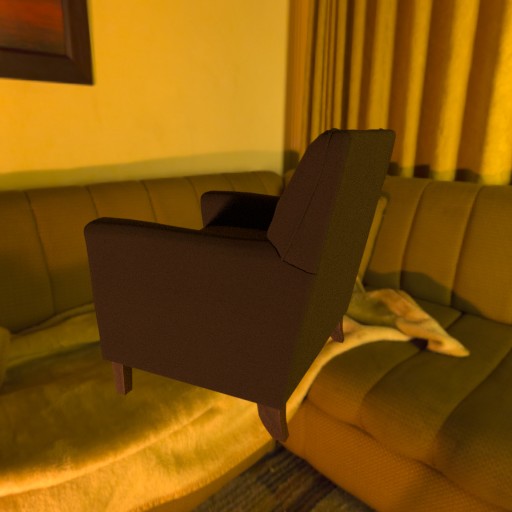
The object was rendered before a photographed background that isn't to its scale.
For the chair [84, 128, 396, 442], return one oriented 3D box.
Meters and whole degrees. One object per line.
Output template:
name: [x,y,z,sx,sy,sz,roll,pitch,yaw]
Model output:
chair: [0.000,0.000,1.640,0.831,0.911,0.836,7,18,24]
